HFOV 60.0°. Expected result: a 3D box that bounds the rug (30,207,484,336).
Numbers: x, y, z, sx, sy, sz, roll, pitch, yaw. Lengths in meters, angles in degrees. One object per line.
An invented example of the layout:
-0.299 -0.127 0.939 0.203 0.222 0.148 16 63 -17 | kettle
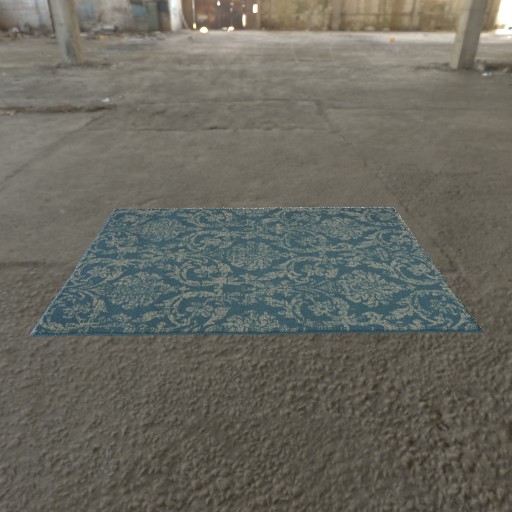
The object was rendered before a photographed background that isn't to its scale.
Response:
0.000 0.000 2.827 2.205 0.012 1.554 0 29 -1 | rug
